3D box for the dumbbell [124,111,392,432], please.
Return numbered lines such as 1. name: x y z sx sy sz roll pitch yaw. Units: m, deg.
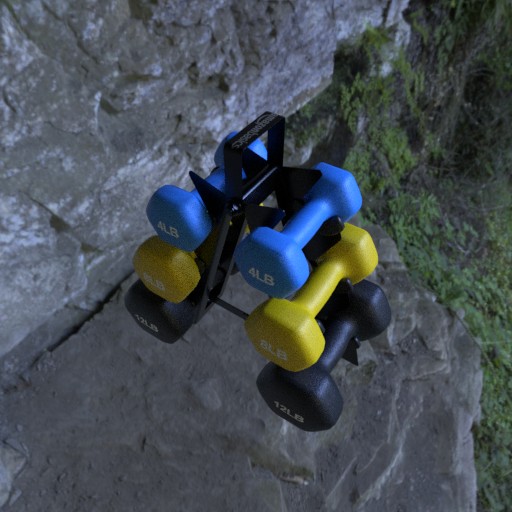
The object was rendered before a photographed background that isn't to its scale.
1. dumbbell: 0.000 0.000 0.666 0.409 0.426 0.255 26 52 22
